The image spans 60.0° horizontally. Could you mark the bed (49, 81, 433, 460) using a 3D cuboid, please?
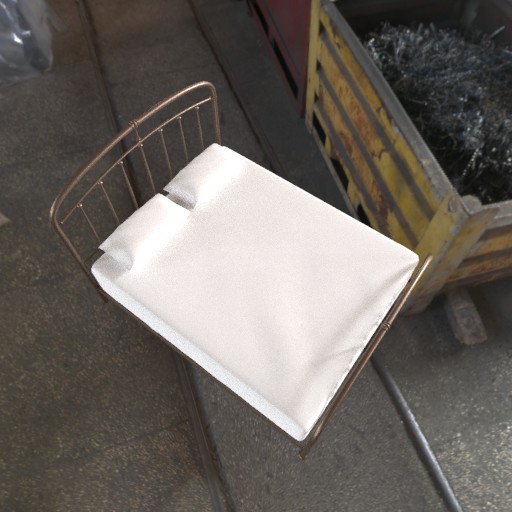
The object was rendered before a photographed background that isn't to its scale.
[{"bbox_3d":[0.000,0.000,3.333,2.168,1.475,1.711,33,64,18],"label":"bed"}]
